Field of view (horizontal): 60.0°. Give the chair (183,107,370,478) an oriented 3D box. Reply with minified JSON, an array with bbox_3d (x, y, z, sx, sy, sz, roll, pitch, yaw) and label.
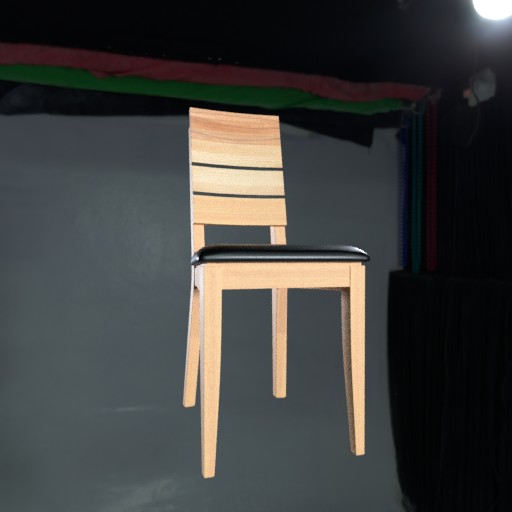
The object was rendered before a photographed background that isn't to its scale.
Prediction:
[{"bbox_3d":[0.000,0.000,1.224,0.410,0.940,0.520,0,0,-17],"label":"chair"}]
